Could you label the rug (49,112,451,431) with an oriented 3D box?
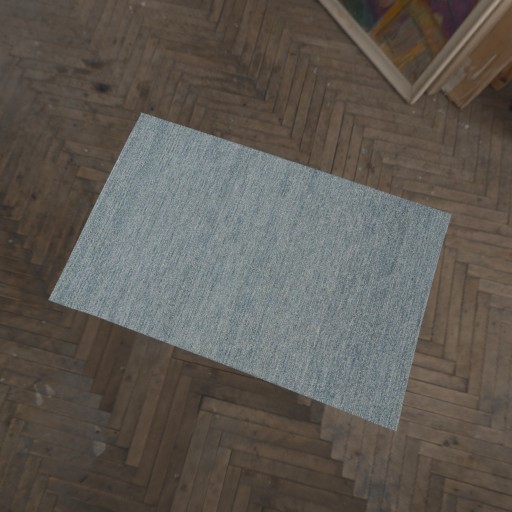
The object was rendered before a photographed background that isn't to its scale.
[{"bbox_3d":[0.000,0.000,2.342,1.853,0.022,1.174,19,76,5],"label":"rug"}]
